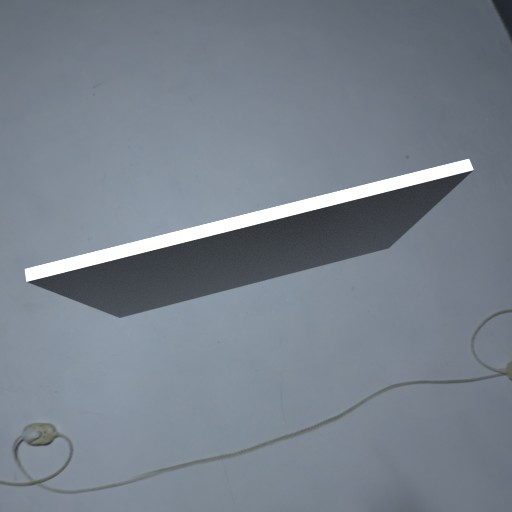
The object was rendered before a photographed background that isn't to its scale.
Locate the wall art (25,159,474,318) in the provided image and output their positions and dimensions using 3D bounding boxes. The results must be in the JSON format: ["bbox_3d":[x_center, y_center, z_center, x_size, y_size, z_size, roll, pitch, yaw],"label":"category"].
[{"bbox_3d":[0.000,0.000,1.193,0.932,0.610,0.027,-14,76,-4],"label":"wall art"}]
